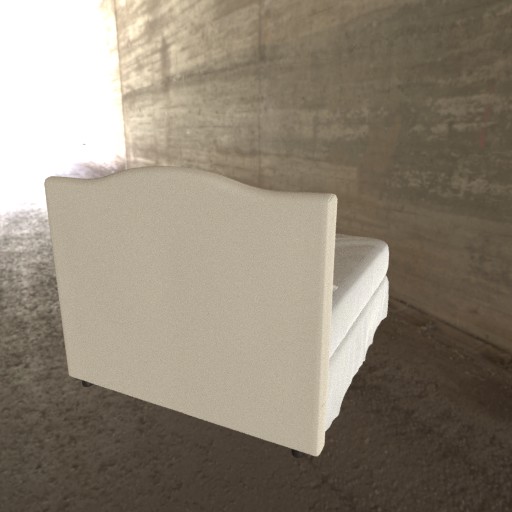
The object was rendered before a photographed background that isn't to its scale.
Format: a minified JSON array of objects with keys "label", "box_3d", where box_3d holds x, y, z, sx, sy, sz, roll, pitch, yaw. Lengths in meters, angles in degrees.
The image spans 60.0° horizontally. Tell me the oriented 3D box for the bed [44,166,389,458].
[{"label":"bed","box_3d":[0.000,0.000,3.308,1.753,1.460,2.143,8,18,25]}]
